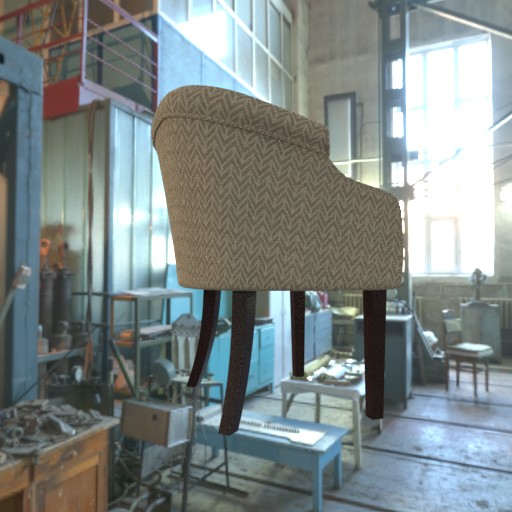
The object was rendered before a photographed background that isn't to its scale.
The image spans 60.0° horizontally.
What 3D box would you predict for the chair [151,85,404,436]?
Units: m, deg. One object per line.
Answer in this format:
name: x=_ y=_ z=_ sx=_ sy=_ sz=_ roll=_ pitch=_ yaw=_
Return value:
chair: x=0.000 y=0.000 z=1.330 sx=0.613 sy=0.858 sz=0.686 roll=1 pitch=-2 yaw=-18
